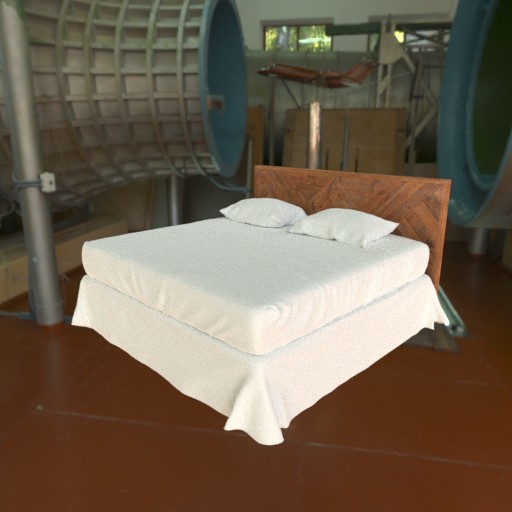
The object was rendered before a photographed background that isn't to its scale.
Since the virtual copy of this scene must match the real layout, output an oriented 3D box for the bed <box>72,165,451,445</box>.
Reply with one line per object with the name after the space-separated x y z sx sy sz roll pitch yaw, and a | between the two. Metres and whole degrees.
0.000 0.000 3.424 2.255 1.158 2.165 15 22 43 | bed
